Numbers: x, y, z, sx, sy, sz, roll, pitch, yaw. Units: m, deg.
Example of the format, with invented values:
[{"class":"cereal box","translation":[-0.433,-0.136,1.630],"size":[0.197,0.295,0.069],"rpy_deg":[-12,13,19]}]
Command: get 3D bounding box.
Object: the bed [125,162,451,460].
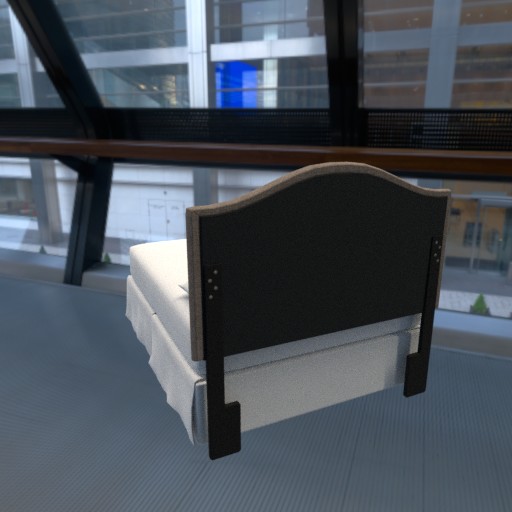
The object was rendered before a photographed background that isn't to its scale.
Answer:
[{"class":"bed","translation":[0.000,0.000,3.383],"size":[1.713,1.518,2.153],"rpy_deg":[-7,17,-24]}]
